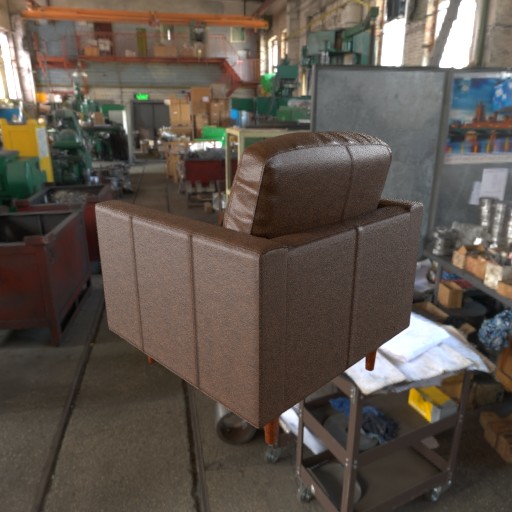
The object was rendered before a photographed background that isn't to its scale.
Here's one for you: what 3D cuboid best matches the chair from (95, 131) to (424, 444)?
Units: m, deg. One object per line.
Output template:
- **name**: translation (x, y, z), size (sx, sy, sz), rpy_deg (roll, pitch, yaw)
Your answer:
- **chair**: translation (0.000, 0.000, 1.737), size (0.909, 0.956, 0.890), rpy_deg (17, 24, 42)
